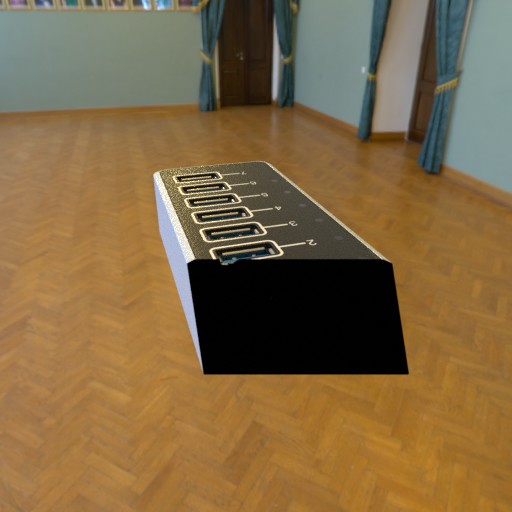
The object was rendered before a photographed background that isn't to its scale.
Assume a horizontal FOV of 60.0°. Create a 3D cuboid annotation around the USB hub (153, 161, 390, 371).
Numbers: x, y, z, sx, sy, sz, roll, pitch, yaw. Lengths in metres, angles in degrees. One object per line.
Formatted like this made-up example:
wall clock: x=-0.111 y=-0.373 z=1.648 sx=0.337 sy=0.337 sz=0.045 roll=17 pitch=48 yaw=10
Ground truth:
USB hub: x=0.000 y=0.000 z=0.126 sx=0.044 sy=0.023 sz=0.110 roll=-9 pitch=29 yaw=-16
